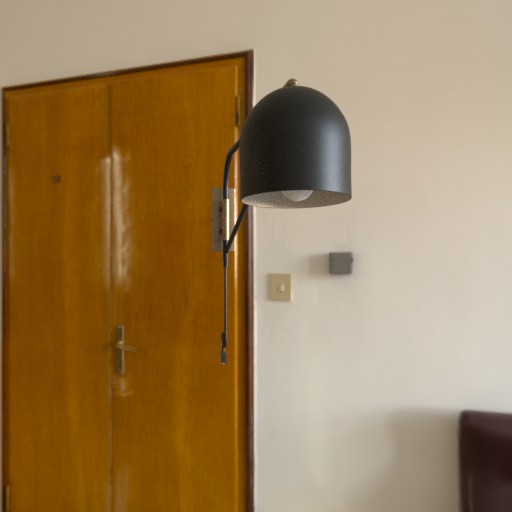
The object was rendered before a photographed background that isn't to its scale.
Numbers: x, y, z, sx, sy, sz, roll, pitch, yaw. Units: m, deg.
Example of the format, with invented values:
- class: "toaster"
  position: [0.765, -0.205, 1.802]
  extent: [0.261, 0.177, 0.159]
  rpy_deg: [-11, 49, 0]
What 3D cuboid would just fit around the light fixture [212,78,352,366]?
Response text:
- class: "light fixture"
  position: [0.000, 0.000, 1.099]
  extent: [0.215, 0.696, 0.720]
  rpy_deg: [0, 0, -17]
